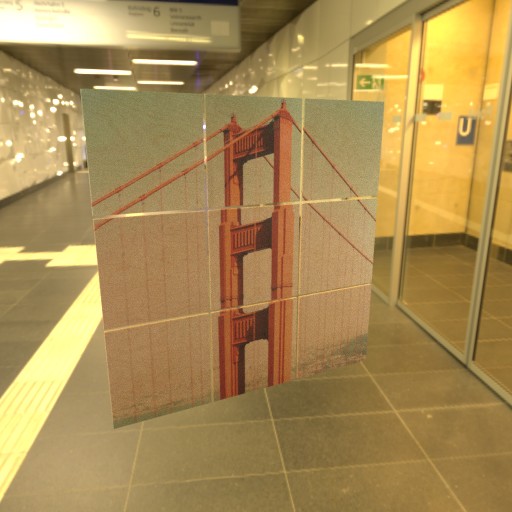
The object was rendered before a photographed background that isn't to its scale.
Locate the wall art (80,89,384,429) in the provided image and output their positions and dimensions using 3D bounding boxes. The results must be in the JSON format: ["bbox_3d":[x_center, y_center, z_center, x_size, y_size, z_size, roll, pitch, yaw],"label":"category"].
[{"bbox_3d":[0.000,0.000,1.793,1.214,1.219,0.013,-7,17,-25],"label":"wall art"}]
